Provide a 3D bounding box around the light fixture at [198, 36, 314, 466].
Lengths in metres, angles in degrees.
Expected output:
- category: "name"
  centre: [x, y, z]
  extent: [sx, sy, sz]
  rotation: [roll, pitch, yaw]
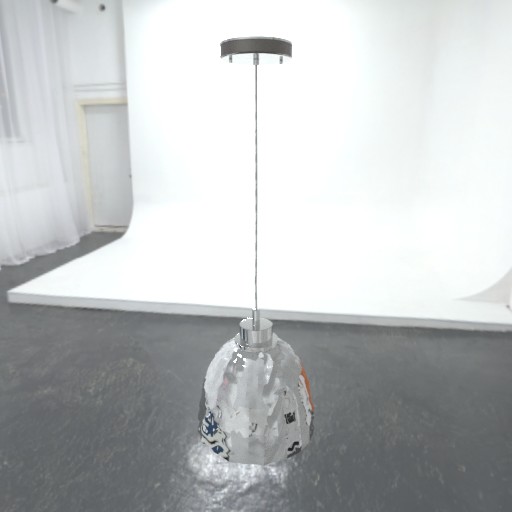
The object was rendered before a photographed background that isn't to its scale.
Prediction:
- category: "light fixture"
  centre: [0.000, 0.000, 1.720]
  extent: [0.496, 1.511, 0.500]
  rotation: [-3, 15, -10]
